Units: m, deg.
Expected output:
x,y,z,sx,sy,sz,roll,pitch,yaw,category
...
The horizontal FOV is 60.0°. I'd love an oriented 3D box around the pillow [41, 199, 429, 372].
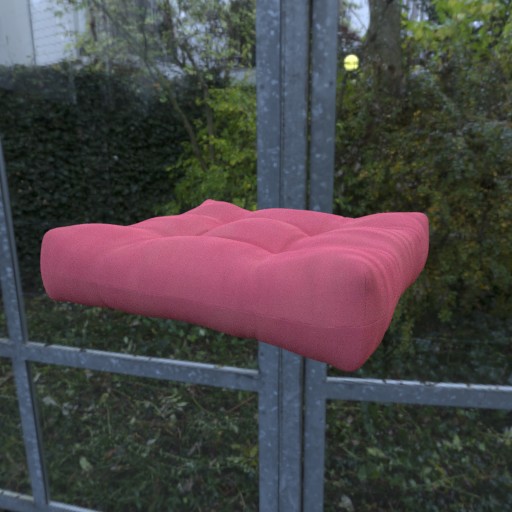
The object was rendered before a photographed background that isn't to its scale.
x,y,z,sx,sy,sz,roll,pitch,yaw,category
0.000,0.000,0.727,0.490,0.128,0.468,7,15,26,pillow
